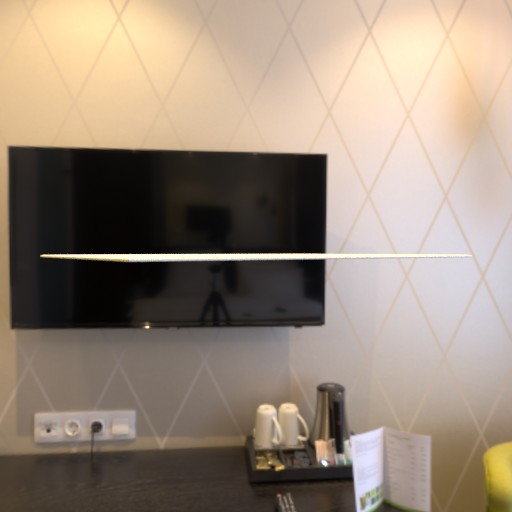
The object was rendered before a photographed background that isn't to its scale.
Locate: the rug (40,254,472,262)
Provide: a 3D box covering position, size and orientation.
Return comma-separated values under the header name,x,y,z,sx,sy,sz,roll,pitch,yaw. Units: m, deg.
name,x,y,z,sx,sy,sz,roll,pitch,yaw
rug,0.000,0.000,2.784,2.202,0.014,1.598,0,1,-36
